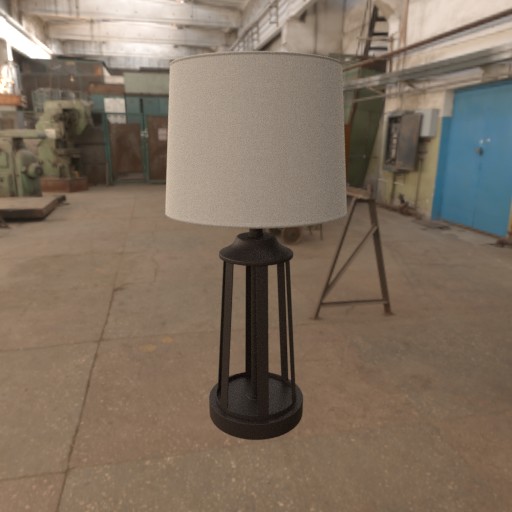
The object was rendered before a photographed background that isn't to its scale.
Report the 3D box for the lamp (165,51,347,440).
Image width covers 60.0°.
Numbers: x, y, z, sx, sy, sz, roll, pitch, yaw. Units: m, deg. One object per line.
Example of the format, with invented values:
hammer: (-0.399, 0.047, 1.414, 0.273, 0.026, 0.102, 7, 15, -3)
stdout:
lamp: (0.000, 0.000, 0.642, 0.251, 0.509, 0.251, 0, 15, 0)
